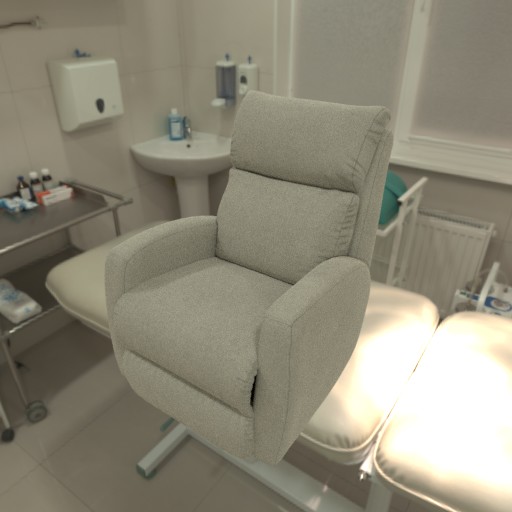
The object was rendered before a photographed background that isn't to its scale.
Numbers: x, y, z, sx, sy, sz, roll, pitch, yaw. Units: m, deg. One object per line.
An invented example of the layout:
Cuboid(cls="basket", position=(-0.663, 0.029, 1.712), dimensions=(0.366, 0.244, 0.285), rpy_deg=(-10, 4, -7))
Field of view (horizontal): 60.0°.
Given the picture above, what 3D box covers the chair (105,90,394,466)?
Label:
Cuboid(cls="chair", position=(0.000, 0.000, 1.650), dimensions=(0.794, 1.021, 0.940), rpy_deg=(19, 35, 29))
